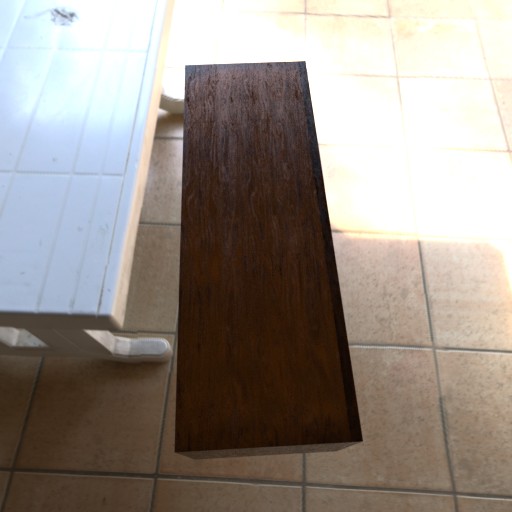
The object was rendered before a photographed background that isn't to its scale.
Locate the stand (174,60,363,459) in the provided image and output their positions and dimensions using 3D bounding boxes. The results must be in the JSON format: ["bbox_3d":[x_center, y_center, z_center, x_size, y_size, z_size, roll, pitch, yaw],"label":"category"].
[{"bbox_3d":[0.000,0.000,1.680,0.481,0.610,1.372,-3,63,-1],"label":"stand"}]
